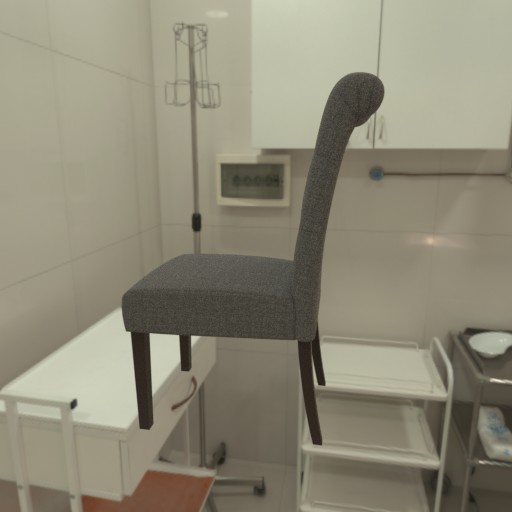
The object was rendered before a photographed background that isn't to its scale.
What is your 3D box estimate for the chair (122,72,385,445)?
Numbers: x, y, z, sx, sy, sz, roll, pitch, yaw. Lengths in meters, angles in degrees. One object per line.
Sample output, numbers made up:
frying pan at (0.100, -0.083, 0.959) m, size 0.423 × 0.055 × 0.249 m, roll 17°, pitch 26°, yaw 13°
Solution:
chair at (0.000, 0.000, 1.357) m, size 0.671 × 1.006 × 0.456 m, roll 2°, pitch 13°, yaw 10°
